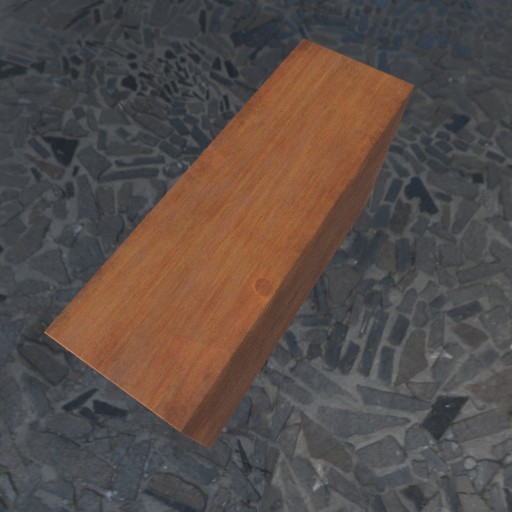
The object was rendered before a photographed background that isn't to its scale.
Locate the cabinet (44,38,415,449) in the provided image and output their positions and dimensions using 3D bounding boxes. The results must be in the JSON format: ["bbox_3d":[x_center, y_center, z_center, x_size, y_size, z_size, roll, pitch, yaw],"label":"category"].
[{"bbox_3d":[0.000,0.000,1.569,0.403,0.805,1.204,30,67,14],"label":"cabinet"}]
